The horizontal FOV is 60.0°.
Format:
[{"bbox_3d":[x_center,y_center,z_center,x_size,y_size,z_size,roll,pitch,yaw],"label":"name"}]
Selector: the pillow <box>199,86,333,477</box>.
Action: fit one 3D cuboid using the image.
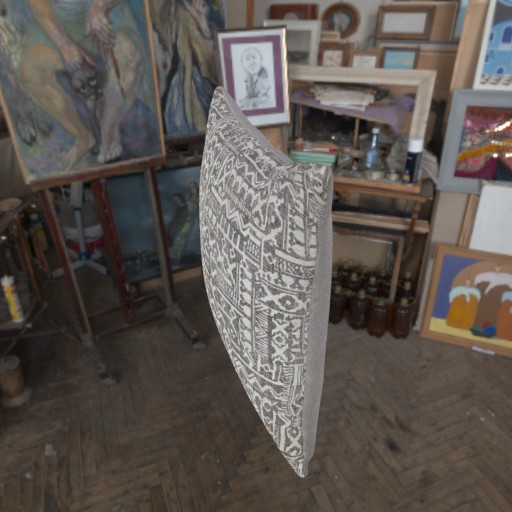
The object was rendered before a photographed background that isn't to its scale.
[{"bbox_3d":[0.000,0.000,0.775,0.180,0.487,0.546,-8,31,-14],"label":"pillow"}]
